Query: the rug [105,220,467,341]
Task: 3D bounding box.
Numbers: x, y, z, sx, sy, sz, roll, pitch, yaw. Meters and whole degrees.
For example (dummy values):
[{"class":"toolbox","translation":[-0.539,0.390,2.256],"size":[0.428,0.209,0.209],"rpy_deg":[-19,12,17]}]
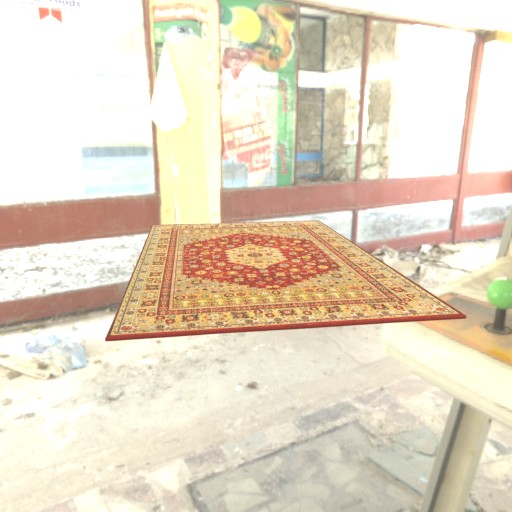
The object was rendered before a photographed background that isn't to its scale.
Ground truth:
[{"class":"rug","translation":[0.000,0.000,2.291],"size":[1.194,0.013,1.802],"rpy_deg":[-2,15,-8]}]
